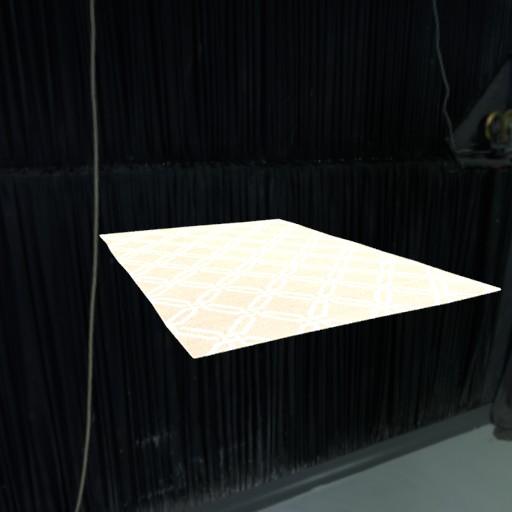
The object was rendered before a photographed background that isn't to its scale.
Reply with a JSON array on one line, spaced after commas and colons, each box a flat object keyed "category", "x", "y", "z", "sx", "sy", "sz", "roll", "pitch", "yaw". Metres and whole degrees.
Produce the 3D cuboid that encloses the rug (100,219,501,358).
[{"category": "rug", "x": 0.000, "y": 0.000, "z": 2.661, "sx": 1.524, "sy": 0.013, "sz": 2.135, "roll": -7, "pitch": 16, "yaw": -26}]
